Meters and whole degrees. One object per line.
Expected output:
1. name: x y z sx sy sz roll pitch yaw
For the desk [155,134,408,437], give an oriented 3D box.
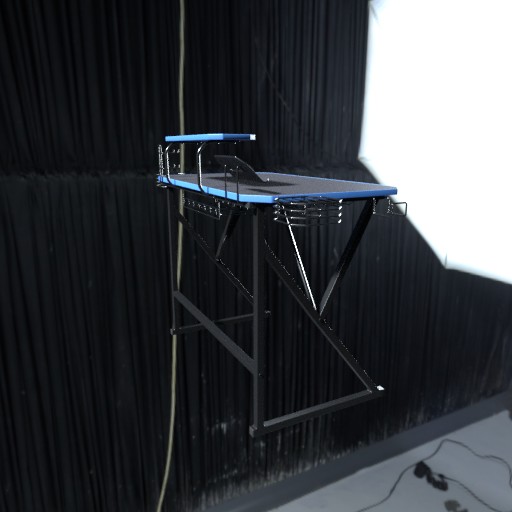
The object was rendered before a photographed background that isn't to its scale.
1. desk: 0.000 0.000 1.747 0.594 0.909 1.295 -7 16 -26
